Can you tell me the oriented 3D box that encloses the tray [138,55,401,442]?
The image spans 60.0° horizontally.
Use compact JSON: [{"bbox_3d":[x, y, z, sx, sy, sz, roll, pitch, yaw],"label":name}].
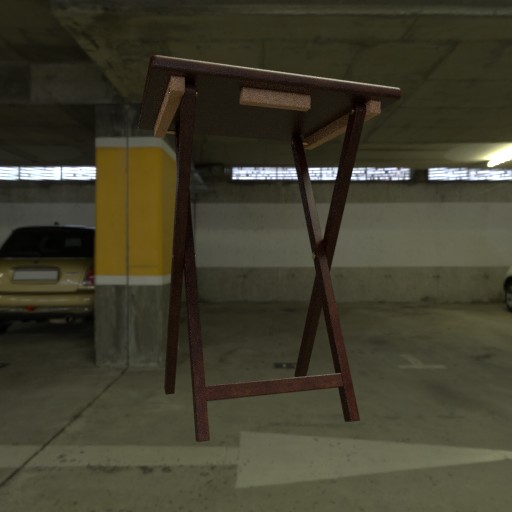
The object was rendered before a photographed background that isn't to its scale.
[{"bbox_3d":[0.000,0.000,0.976,0.483,0.660,0.381,0,0,-18],"label":"tray"}]
